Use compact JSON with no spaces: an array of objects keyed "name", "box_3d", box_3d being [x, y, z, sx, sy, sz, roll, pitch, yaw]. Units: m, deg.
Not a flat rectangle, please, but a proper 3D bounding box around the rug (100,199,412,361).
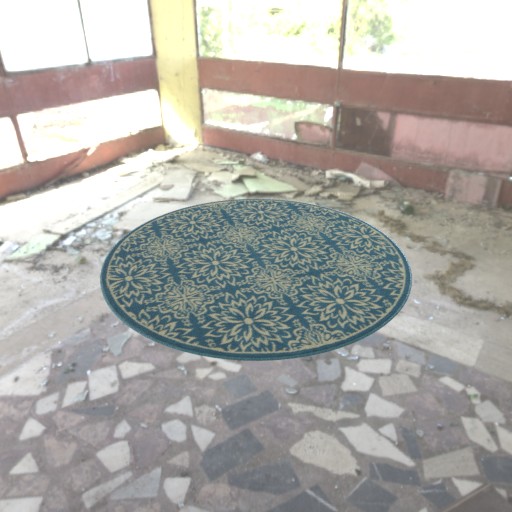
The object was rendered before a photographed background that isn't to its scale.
[{"name":"rug","box_3d":[0.000,0.000,2.364,1.593,0.012,1.593,0,30,0]}]
